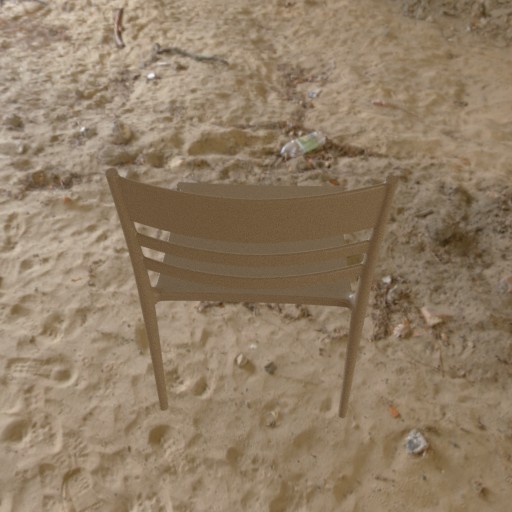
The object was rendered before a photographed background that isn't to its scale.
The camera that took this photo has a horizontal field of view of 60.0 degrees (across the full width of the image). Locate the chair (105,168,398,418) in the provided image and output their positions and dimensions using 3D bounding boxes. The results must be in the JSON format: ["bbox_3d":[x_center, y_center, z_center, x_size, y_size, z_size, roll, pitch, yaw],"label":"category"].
[{"bbox_3d":[0.000,0.000,1.140,0.531,0.800,0.511,2,46,2],"label":"chair"}]
